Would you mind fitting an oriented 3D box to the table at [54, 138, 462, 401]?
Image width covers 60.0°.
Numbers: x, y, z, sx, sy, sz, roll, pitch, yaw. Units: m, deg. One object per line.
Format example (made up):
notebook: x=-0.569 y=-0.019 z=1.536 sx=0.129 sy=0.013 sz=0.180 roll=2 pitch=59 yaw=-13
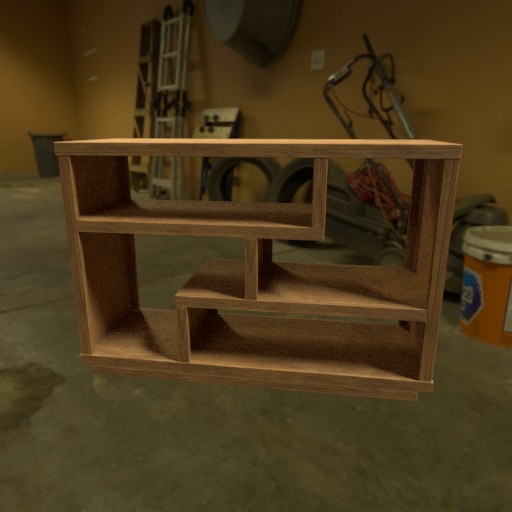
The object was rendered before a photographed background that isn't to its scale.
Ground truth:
table: x=0.000 y=0.000 z=1.532 sx=1.151 sy=0.771 sz=0.410 roll=2 pitch=17 yaw=8
